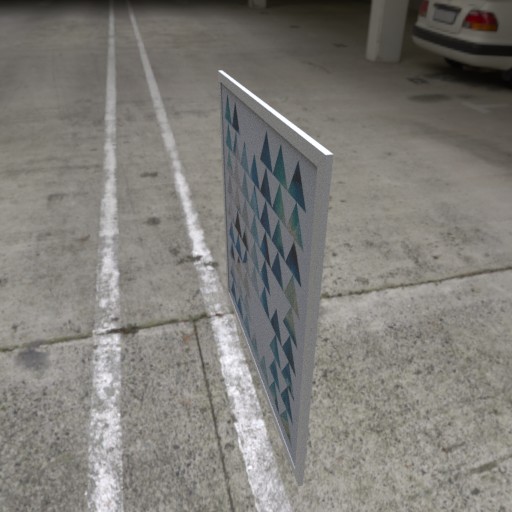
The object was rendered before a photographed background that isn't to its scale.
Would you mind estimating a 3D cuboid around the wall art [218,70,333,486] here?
[{"bbox_3d":[0.000,0.000,0.666,0.007,0.456,0.456,-8,32,-13],"label":"wall art"}]
